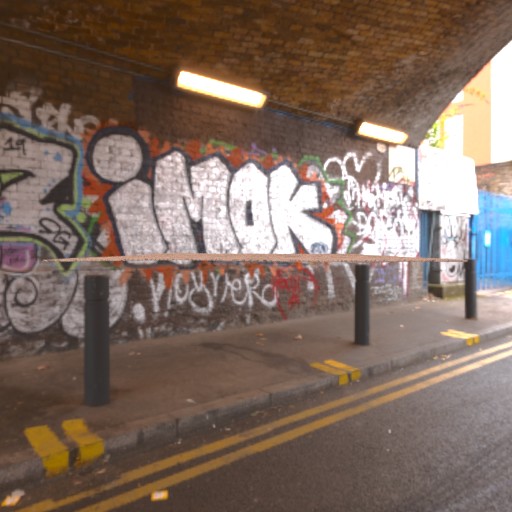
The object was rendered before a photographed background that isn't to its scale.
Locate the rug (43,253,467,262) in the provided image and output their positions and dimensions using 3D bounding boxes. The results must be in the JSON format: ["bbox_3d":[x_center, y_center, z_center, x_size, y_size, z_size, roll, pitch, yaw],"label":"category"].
[{"bbox_3d":[0.000,0.000,4.051,2.430,0.030,3.054,0,1,0],"label":"rug"}]
